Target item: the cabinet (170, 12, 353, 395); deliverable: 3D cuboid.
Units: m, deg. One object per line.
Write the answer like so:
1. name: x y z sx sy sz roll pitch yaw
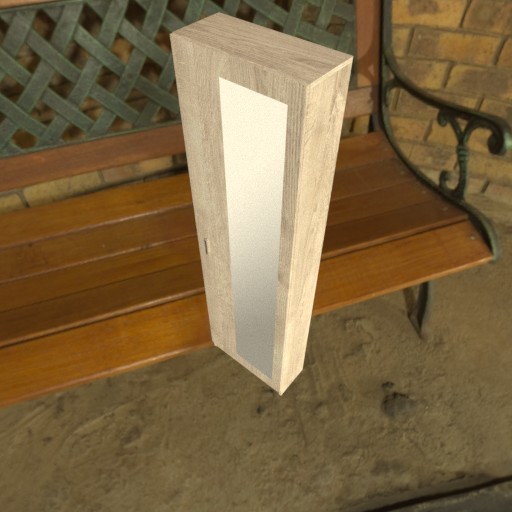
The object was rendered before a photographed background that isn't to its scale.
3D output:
1. cabinet: 0.000 0.000 1.924 0.500 1.790 0.230 32 55 25
